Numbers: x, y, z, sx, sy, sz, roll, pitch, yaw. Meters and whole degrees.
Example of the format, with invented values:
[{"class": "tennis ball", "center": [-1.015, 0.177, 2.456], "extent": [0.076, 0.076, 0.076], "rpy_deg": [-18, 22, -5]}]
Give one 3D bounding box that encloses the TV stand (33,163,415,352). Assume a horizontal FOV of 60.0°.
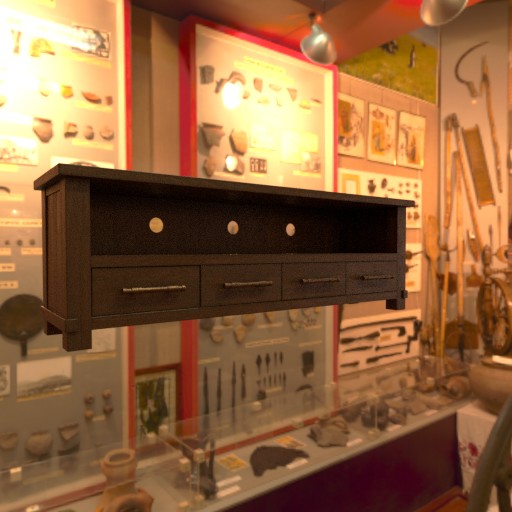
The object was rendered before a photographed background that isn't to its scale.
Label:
[{"class": "TV stand", "center": [0.000, 0.000, 2.136], "extent": [1.866, 0.615, 0.471], "rpy_deg": [-1, 1, -35]}]
